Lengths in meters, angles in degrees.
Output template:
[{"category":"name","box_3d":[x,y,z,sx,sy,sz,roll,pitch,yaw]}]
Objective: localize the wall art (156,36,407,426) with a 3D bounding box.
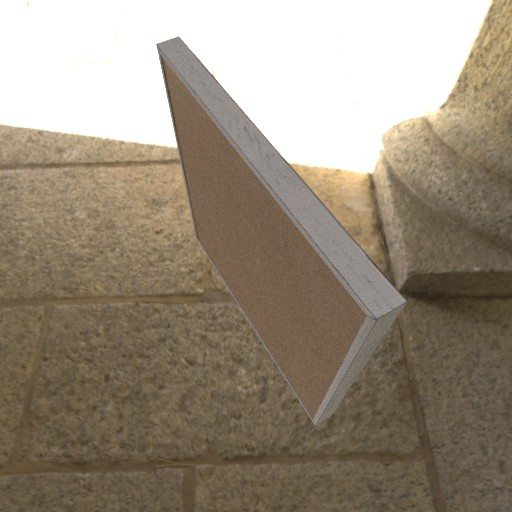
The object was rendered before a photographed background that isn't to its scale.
[{"category":"wall art","box_3d":[0.000,0.000,0.755,0.038,0.508,0.508,-27,62,-16]}]
